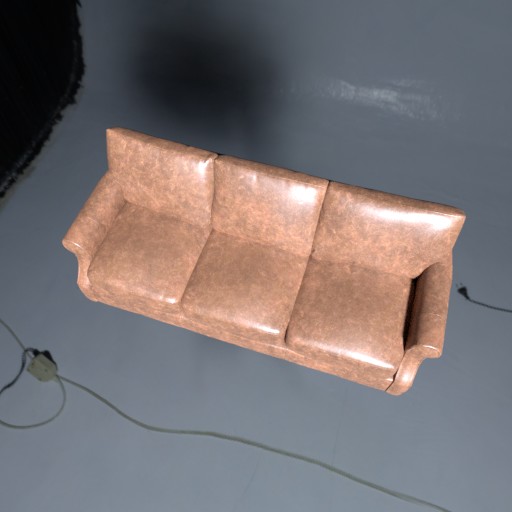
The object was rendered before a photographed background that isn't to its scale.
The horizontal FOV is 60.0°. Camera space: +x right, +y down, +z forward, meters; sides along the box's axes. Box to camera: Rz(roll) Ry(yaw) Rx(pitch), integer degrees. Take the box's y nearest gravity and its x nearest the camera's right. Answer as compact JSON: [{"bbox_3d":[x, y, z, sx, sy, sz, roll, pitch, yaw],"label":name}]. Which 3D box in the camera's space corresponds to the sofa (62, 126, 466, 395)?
[{"bbox_3d":[0.000,0.000,2.828,2.351,0.977,0.973,15,59,9],"label":"sofa"}]
